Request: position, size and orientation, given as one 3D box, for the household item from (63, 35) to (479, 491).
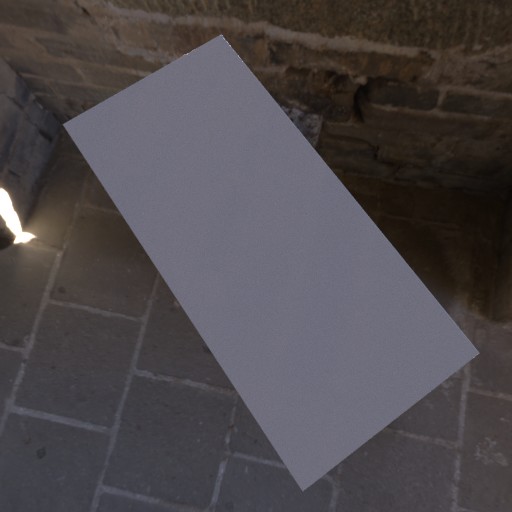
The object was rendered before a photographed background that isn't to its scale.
[{"bbox_3d":[0.000,0.000,2.097,0.800,0.745,1.700,-34,77,-9],"label":"household item"}]
